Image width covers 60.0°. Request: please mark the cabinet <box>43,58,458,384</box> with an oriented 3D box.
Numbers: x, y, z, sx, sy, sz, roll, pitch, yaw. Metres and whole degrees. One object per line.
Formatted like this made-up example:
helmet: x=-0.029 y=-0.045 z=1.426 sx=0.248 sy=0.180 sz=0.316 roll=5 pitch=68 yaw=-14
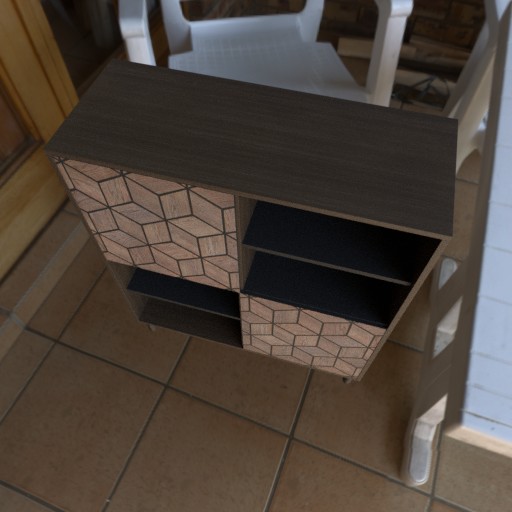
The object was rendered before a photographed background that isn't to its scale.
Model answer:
cabinet: x=0.000 y=0.000 z=1.643 sx=1.010 sy=1.170 sz=0.400 roll=13 pitch=58 yaw=8
